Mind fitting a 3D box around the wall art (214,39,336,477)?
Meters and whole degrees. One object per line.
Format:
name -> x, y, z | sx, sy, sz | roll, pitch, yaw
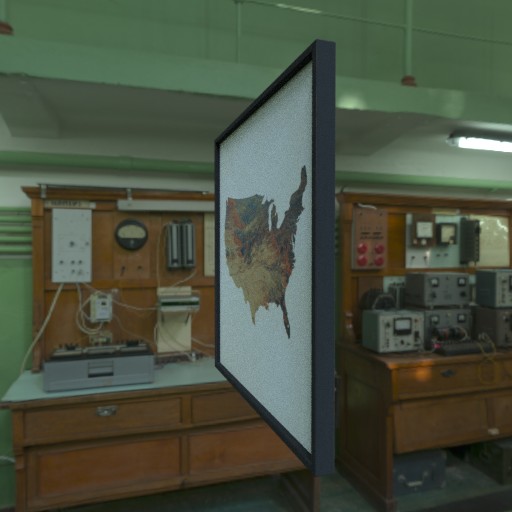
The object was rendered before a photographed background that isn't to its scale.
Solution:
wall art -> 0.000, 0.000, 1.136 | 0.038, 0.762, 0.762 | 0, 1, -19
